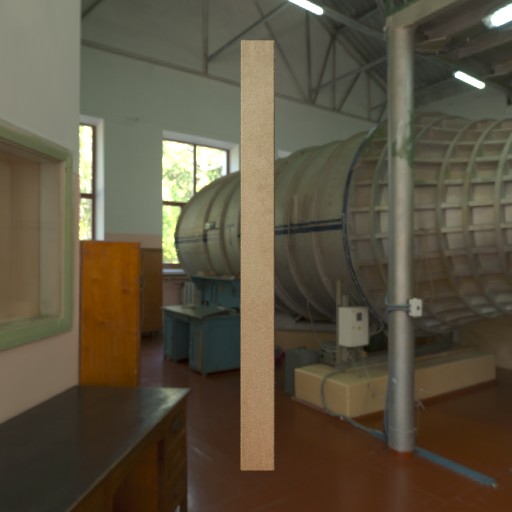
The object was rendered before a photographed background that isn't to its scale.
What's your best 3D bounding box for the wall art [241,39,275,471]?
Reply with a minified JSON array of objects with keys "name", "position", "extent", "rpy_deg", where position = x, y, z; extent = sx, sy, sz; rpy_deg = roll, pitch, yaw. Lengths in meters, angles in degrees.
[{"name":"wall art","position":[0.000,0.000,0.771],"extent":[0.040,0.506,0.503],"rpy_deg":[0,0,0]}]
